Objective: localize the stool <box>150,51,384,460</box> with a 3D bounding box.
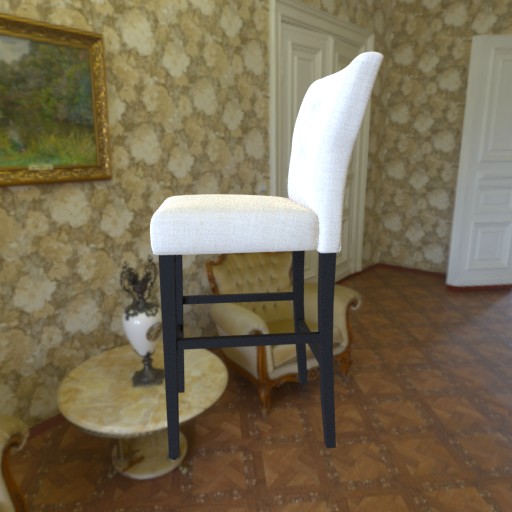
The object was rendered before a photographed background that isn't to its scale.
[{"bbox_3d":[0.000,0.000,1.398,0.603,1.124,0.516,-2,13,-6],"label":"stool"}]
